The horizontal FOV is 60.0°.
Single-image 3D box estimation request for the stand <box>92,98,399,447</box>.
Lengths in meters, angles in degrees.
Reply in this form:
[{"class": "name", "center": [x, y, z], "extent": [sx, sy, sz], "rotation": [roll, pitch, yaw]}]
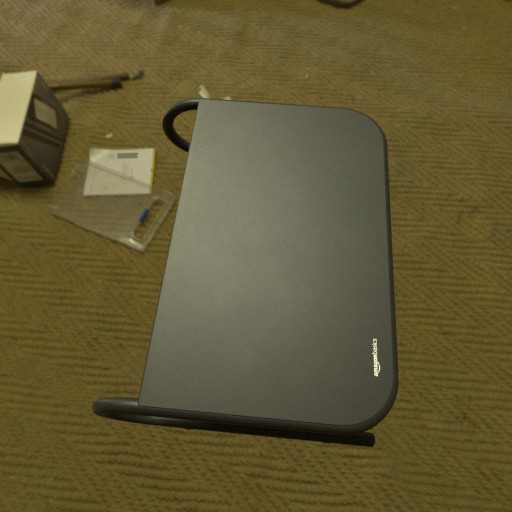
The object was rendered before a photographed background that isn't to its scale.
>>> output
[{"class": "stand", "center": [0.000, 0.000, 0.501], "extent": [0.280, 0.108, 0.370], "rotation": [5, 64, 2]}]
